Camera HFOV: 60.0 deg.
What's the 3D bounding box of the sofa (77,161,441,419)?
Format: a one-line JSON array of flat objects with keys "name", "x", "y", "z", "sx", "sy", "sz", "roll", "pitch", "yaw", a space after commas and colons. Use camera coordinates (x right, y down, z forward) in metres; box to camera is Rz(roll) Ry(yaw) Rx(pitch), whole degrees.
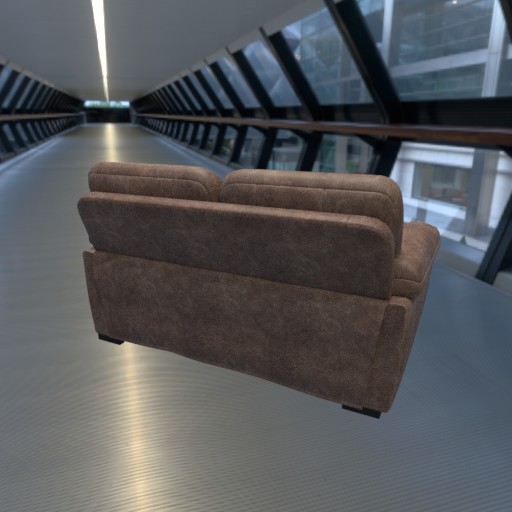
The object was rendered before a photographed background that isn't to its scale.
[{"name": "sofa", "x": 0.000, "y": 0.000, "z": 2.374, "sx": 1.753, "sy": 0.991, "sz": 0.991, "roll": 8, "pitch": 19, "yaw": 26}]
